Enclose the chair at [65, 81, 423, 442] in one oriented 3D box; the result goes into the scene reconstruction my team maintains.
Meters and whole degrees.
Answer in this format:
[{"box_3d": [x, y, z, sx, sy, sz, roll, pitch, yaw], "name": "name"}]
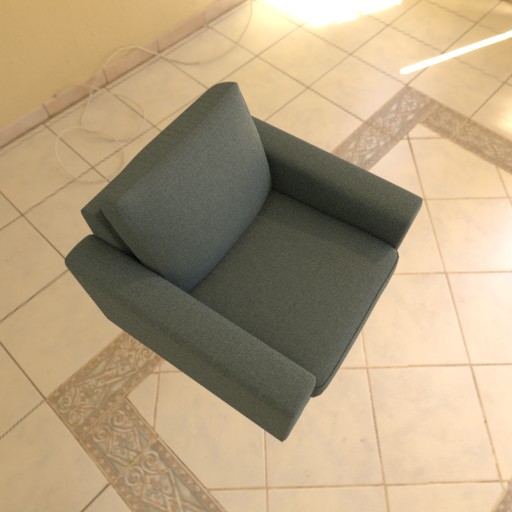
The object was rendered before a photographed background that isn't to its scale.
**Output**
[{"box_3d": [0.000, 0.000, 1.864, 1.038, 1.010, 1.024, 30, 65, 16], "name": "chair"}]
